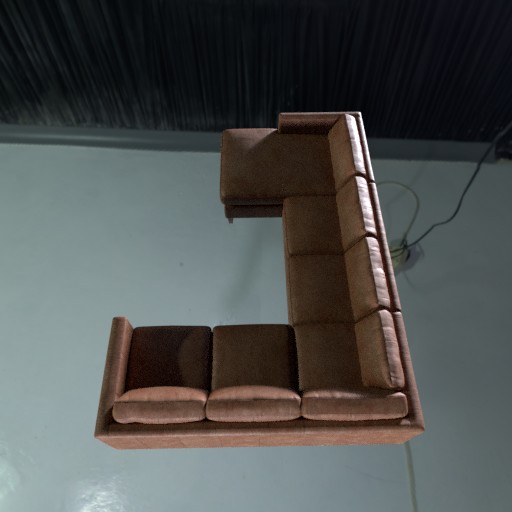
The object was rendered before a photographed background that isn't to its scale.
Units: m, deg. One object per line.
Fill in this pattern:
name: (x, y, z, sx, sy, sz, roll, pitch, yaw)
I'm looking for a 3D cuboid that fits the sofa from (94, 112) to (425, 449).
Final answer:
sofa: (0.000, 0.000, 4.355, 2.430, 0.832, 3.401, -1, 59, -1)
